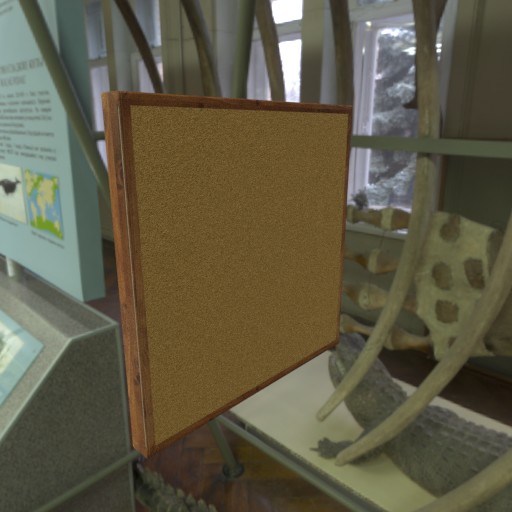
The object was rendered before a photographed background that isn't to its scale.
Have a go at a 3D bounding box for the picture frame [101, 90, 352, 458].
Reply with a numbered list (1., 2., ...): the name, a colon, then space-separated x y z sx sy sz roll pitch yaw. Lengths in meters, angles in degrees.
1. picture frame: 0.000 0.000 0.537 0.028 0.356 0.352 15 22 41
